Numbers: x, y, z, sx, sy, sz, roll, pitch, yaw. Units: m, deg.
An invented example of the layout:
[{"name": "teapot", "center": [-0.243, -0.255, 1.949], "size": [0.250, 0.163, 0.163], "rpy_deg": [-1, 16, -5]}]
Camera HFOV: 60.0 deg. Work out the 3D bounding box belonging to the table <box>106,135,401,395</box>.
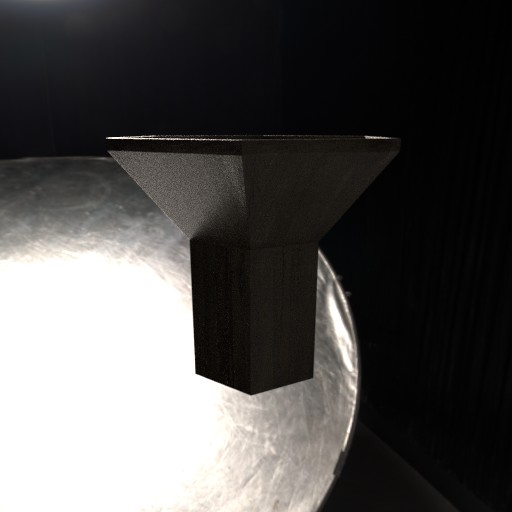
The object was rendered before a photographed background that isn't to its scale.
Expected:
[{"name": "table", "center": [0.000, 0.000, 1.131], "size": [0.683, 0.586, 0.592], "rpy_deg": [-8, 18, -25]}]
